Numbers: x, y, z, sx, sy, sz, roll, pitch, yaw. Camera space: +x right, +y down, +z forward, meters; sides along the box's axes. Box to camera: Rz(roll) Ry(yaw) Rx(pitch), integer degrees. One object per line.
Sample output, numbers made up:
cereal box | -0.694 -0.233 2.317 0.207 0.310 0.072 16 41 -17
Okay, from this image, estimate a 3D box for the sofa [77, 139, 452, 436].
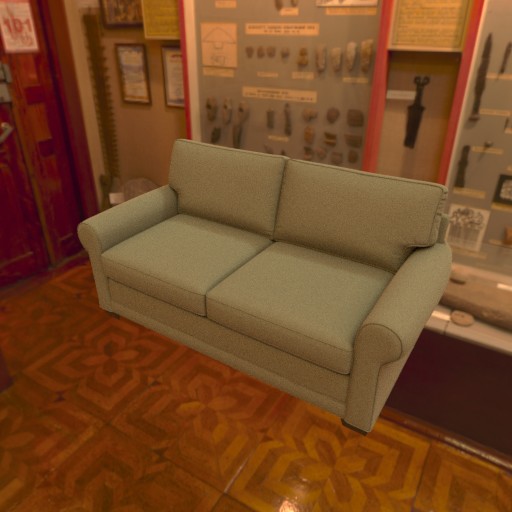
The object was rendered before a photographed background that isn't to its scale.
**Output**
sofa | 0.000 0.000 2.447 1.930 0.952 0.940 17 33 28
